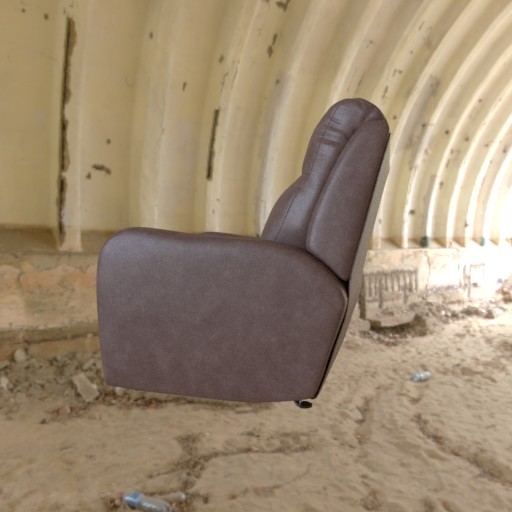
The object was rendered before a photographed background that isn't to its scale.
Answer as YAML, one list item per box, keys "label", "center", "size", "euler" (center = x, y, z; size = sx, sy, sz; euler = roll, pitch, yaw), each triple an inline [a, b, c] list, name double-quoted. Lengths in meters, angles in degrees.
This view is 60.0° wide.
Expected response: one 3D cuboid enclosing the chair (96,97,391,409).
- label: "chair"
  center: [0.000, 0.000, 1.850]
  size: [1.067, 1.067, 0.865]
  euler: [1, 2, 17]
